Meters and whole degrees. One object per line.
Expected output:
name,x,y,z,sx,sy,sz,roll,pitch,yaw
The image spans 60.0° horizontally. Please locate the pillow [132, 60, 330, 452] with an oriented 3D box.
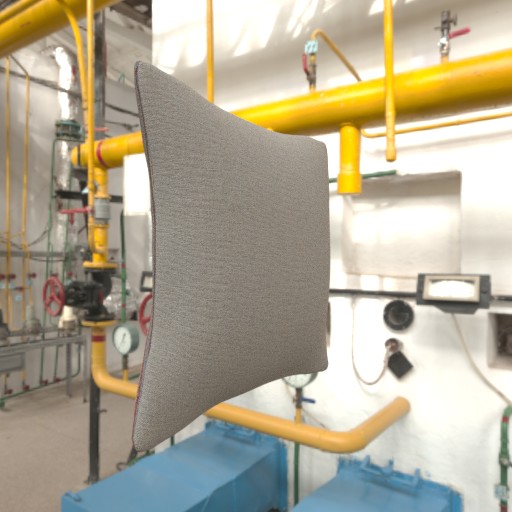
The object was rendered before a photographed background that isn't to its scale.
pillow,0.000,0.000,0.640,0.136,0.419,0.437,0,0,36
